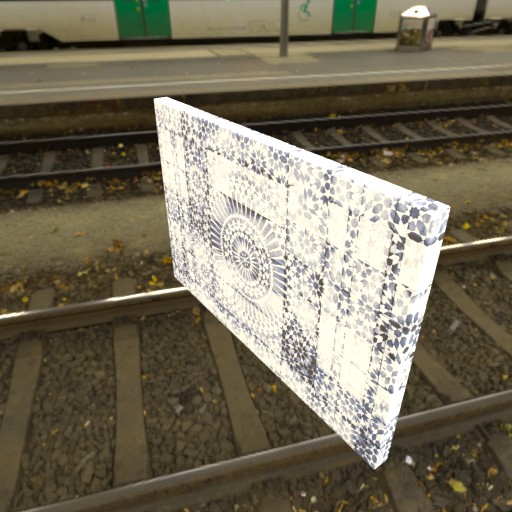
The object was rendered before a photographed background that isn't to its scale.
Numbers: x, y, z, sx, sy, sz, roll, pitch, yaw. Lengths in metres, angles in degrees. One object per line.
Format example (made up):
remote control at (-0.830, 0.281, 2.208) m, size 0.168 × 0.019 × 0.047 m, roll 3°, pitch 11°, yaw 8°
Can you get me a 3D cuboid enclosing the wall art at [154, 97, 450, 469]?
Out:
wall art at (0.000, 0.000, 0.741) m, size 0.030 × 0.406 × 0.608 m, roll -21°, pitch 37°, yaw -30°
